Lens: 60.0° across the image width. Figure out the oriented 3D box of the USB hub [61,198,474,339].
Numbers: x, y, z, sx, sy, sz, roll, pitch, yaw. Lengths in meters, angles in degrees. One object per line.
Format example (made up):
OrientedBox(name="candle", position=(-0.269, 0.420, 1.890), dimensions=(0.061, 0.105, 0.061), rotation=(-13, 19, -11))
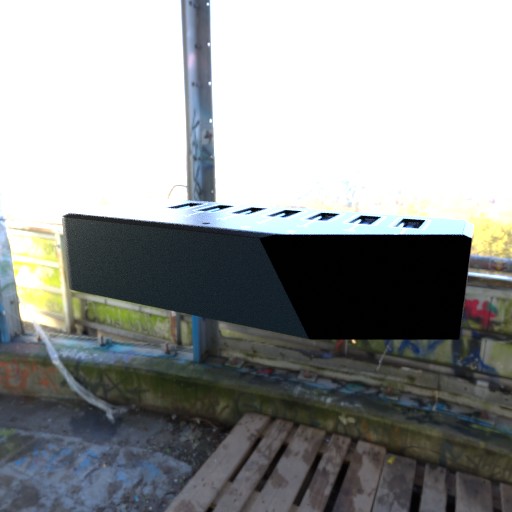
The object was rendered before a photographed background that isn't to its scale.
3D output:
OrientedBox(name="USB hub", position=(0.000, 0.000, 0.127), dimensions=(0.110, 0.023, 0.044), rotation=(7, 16, 26))
